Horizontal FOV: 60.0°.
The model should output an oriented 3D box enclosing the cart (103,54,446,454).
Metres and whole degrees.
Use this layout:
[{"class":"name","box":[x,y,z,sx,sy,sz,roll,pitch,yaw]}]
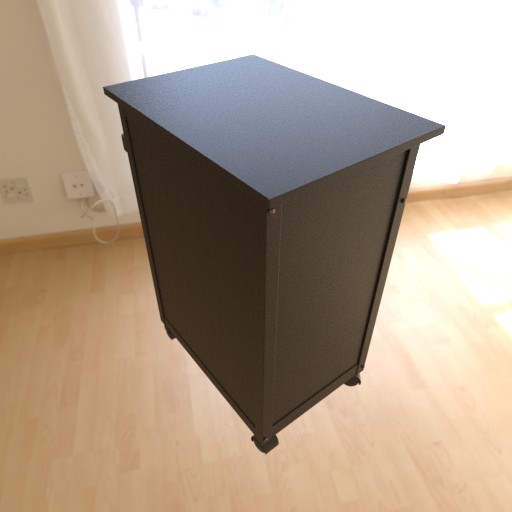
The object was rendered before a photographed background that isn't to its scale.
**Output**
[{"class":"cart","box":[0.000,0.000,1.261,0.456,0.879,0.660,-26,46,-28]}]
